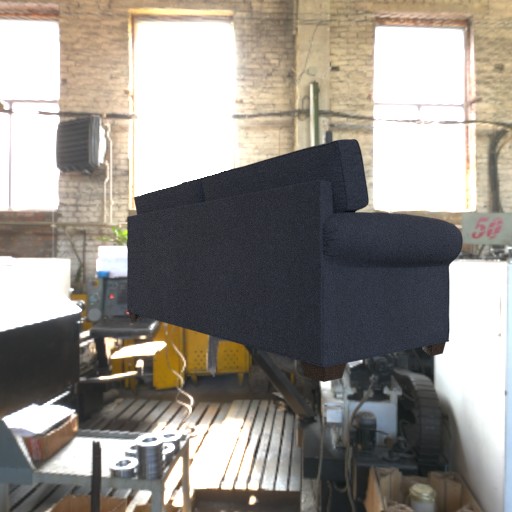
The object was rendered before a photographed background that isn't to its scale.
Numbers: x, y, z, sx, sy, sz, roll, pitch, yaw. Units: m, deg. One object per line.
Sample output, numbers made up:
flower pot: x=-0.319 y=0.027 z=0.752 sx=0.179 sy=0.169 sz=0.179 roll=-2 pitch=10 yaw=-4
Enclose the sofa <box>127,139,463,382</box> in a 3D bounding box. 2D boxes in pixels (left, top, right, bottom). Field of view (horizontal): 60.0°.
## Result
sofa: x=0.000 y=0.000 z=2.932 sx=0.954 sy=1.026 sz=2.391 roll=0 pitch=0 yaw=-37
